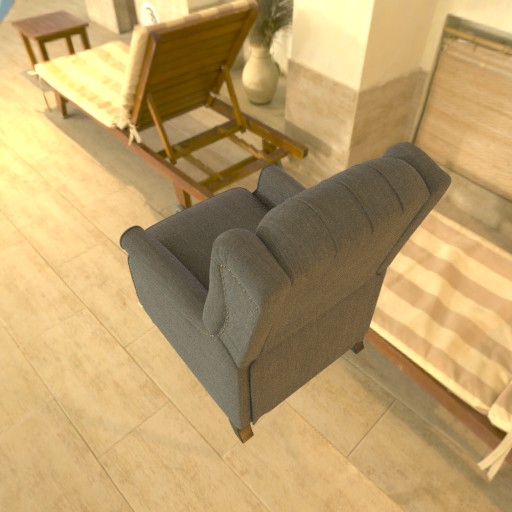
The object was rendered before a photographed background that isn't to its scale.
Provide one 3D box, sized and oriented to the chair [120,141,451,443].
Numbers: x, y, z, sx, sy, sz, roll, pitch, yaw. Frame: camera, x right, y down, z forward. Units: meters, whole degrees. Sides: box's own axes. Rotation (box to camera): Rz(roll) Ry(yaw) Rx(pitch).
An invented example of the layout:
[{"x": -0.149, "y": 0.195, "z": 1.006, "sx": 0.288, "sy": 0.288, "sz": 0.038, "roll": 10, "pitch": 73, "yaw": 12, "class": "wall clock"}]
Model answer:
[{"x": 0.000, "y": 0.000, "z": 1.607, "sx": 0.742, "sy": 1.035, "sz": 0.898, "roll": -30, "pitch": 52, "yaw": -26, "class": "chair"}]
